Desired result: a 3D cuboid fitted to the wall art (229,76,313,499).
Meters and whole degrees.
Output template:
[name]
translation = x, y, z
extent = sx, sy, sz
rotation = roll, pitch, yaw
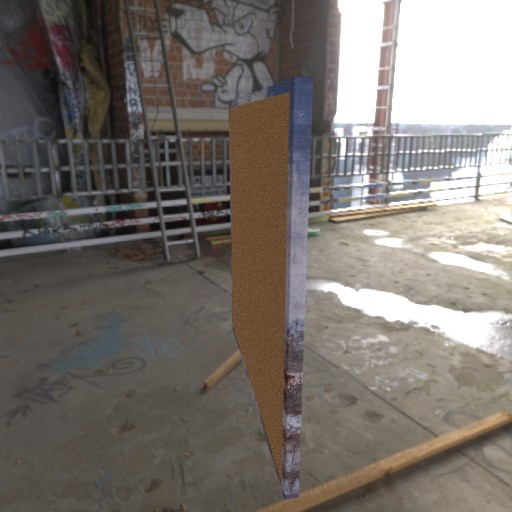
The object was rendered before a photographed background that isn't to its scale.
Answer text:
[wall art]
translation = 0.000, 0.000, 1.300
extent = 0.035, 0.897, 0.888
rotation = -3, 17, -10
